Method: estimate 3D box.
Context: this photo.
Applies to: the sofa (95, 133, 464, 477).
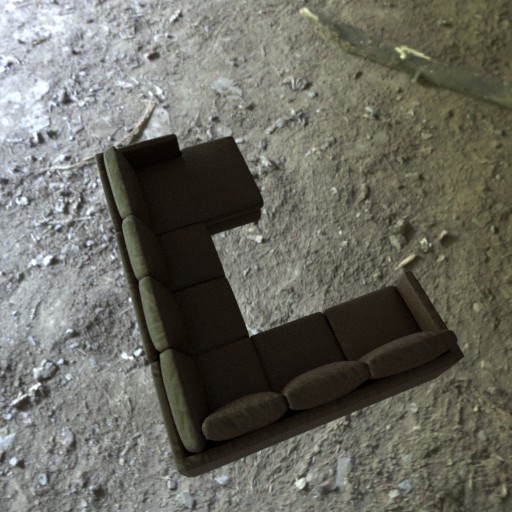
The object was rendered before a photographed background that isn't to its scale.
[{"bbox_3d":[0.000,0.000,4.595,2.593,0.923,3.460,-18,62,-10],"label":"sofa"}]
